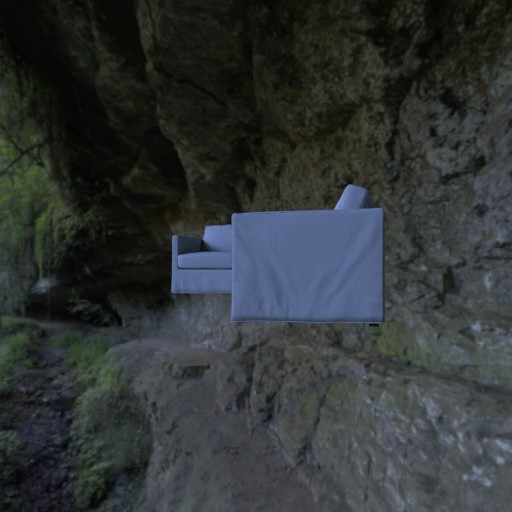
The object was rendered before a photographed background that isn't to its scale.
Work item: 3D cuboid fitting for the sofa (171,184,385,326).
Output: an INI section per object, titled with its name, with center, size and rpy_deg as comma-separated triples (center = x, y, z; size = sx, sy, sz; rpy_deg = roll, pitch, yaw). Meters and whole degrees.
[sofa]
center = 0.000, 0.000, 4.371
size = 2.432, 0.871, 3.182
rpy_deg = 0, -1, 16
